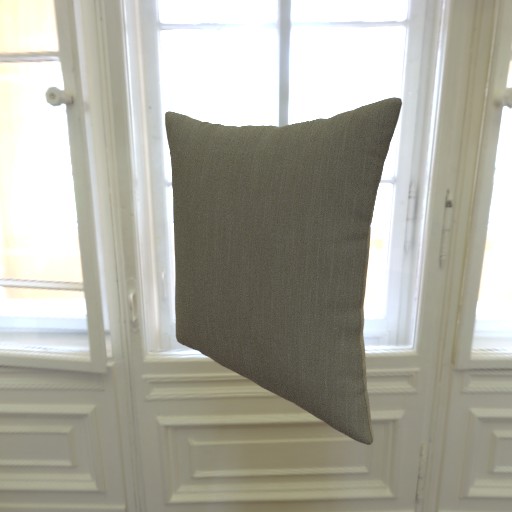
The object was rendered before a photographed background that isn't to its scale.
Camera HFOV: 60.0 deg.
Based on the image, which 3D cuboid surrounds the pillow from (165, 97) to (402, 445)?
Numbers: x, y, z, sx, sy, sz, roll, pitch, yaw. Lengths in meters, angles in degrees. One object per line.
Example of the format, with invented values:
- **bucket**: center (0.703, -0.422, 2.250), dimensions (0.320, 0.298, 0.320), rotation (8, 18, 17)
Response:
- **pillow**: center (0.000, 0.000, 0.789), dimensions (0.161, 0.509, 0.511), rotation (-15, 21, -43)
